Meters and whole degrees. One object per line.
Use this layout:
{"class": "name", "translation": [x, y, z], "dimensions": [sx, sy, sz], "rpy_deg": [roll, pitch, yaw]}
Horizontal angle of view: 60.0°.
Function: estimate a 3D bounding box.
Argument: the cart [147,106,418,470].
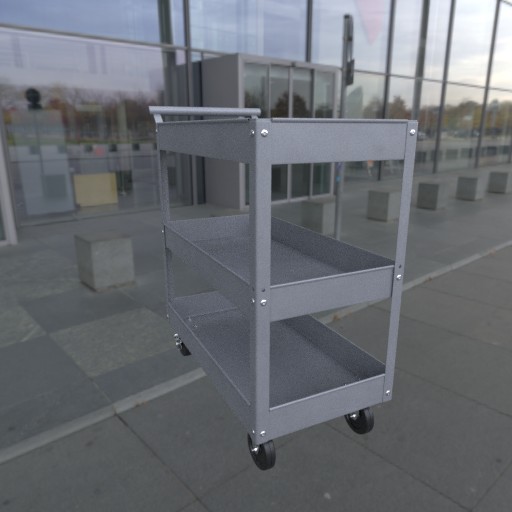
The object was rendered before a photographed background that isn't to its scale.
{"class": "cart", "translation": [0.000, 0.000, 1.181], "dimensions": [0.366, 0.780, 0.719], "rpy_deg": [-8, 18, -25]}
